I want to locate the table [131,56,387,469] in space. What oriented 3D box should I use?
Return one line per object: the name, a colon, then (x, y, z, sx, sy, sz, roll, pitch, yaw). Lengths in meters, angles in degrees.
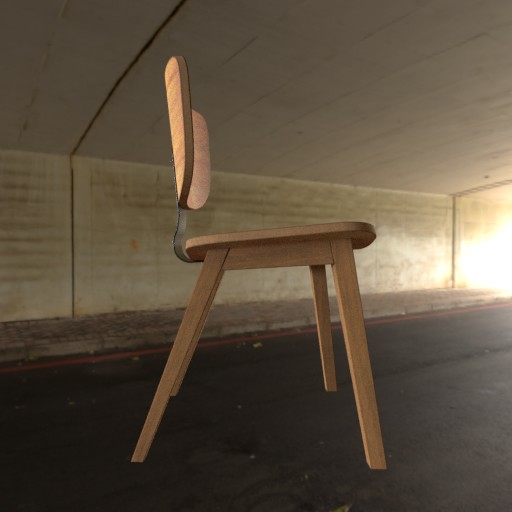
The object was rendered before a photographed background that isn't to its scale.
table: (0.000, 0.000, 1.082, 0.500, 0.805, 0.499, 0, 1, -1)
